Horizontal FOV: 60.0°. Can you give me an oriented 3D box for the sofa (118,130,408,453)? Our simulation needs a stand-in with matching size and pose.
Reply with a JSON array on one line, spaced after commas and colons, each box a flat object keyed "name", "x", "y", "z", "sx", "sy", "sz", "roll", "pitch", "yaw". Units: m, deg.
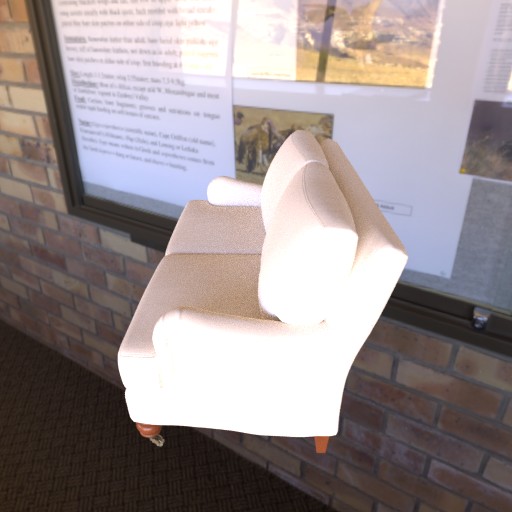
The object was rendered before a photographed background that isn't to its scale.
[{"name": "sofa", "x": 0.000, "y": 0.000, "z": 2.497, "sx": 1.084, "sy": 1.101, "sz": 1.853, "roll": 1, "pitch": 27, "yaw": 1}]
